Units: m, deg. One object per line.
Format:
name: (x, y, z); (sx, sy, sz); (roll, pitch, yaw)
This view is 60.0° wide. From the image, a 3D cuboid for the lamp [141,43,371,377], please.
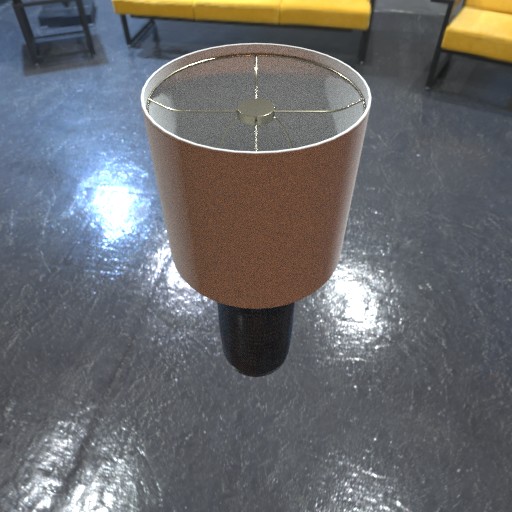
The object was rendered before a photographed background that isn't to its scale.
lamp: (0.000, 0.000, 0.603); (0.220, 0.475, 0.220); (10, 48, 10)
